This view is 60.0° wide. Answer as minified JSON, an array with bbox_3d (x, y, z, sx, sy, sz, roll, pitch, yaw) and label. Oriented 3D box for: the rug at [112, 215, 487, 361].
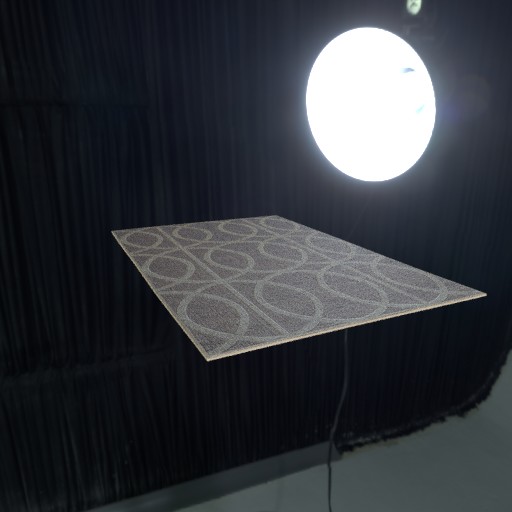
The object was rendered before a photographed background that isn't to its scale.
[{"bbox_3d":[0.000,0.000,2.939,1.526,0.014,2.290,-8,18,-25],"label":"rug"}]
